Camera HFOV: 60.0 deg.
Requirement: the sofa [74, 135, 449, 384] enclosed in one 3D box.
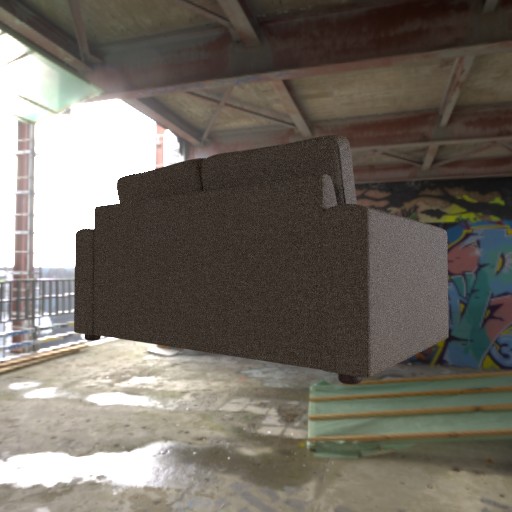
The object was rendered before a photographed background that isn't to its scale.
[{"bbox_3d":[0.000,0.000,2.236,1.616,0.873,1.016,-1,-2,37],"label":"sofa"}]
